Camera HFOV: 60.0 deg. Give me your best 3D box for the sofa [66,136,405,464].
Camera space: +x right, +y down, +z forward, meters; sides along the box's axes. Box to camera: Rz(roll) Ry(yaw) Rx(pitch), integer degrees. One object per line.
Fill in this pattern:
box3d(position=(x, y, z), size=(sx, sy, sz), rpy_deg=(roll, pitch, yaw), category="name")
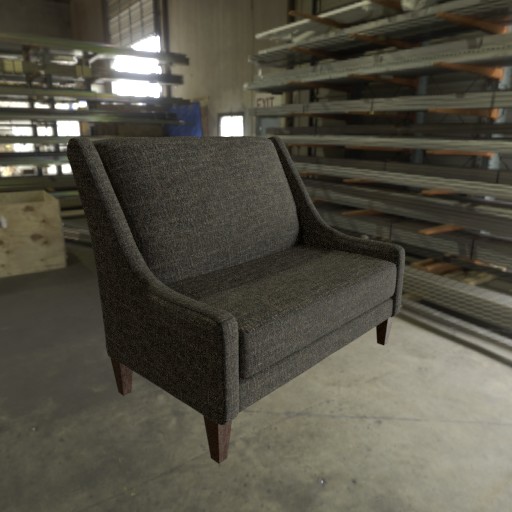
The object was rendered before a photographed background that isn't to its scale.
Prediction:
box3d(position=(0.000, 0.000, 1.957), size=(0.870, 1.021, 1.242), rpy_deg=(14, 21, 41), category="sofa")
